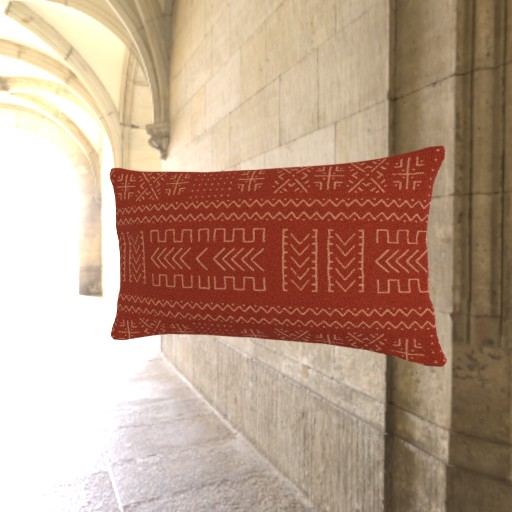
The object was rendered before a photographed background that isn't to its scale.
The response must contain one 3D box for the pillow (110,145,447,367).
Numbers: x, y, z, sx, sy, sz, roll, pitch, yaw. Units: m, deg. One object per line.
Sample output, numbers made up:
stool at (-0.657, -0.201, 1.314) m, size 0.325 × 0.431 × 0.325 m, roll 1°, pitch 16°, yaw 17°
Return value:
pillow at (0.000, 0.000, 0.799) m, size 0.640 × 0.352 × 0.130 m, roll 1°, pitch 2°, yaw 19°
